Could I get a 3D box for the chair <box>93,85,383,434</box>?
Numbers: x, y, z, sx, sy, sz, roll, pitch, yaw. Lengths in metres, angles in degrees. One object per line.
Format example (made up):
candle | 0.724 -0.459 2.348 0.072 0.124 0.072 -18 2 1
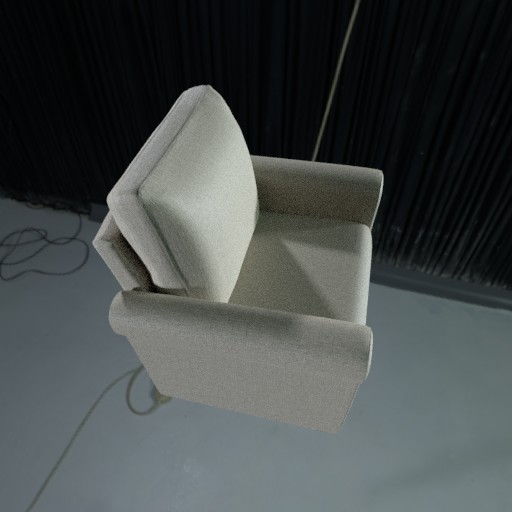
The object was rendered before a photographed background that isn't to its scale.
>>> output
chair | 0.000 0.000 2.263 1.180 1.349 1.275 10 48 9
